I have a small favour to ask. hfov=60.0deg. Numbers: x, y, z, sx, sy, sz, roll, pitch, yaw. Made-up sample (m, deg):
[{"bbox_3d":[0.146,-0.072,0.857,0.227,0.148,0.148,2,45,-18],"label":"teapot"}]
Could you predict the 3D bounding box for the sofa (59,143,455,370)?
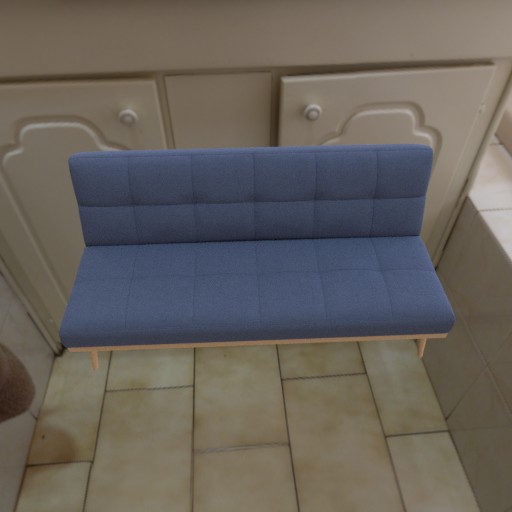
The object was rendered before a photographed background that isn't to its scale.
[{"bbox_3d":[0.000,0.000,2.204,1.800,0.800,0.796,-2,46,-2],"label":"sofa"}]
